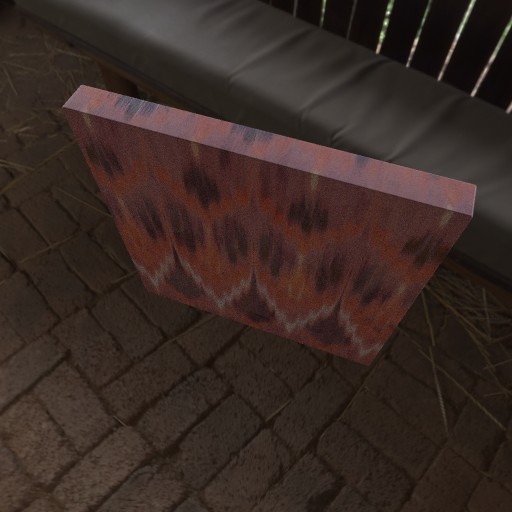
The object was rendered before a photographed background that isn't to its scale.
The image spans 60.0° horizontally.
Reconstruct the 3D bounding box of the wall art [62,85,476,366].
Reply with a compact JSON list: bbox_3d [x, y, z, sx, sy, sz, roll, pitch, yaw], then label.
[{"bbox_3d":[0.000,0.000,0.592,0.403,0.406,0.038,17,60,10],"label":"wall art"}]
